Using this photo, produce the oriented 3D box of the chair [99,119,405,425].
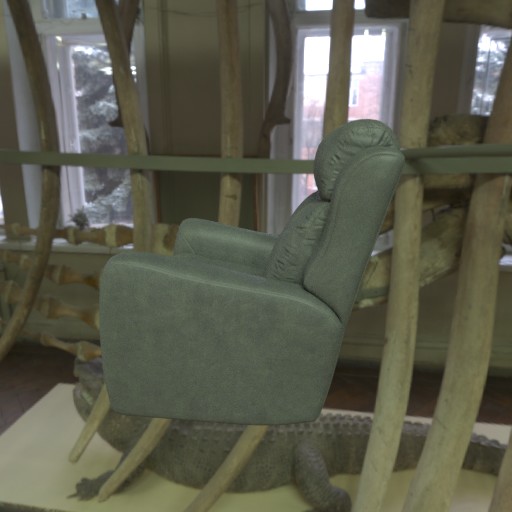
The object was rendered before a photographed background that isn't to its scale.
[{"bbox_3d":[0.000,0.000,1.944,1.068,1.116,0.965,2,14,8],"label":"chair"}]
